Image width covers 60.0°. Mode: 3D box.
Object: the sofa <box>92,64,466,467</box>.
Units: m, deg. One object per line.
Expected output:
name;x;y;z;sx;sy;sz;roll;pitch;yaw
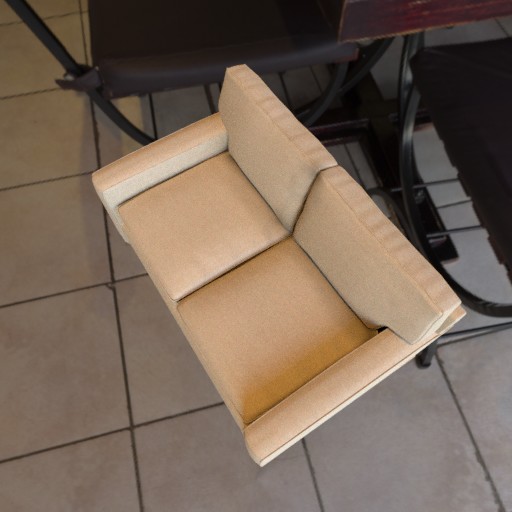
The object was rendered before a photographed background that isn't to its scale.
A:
sofa;0.000;0.000;2.037;0.942;0.853;1.484;-30;67;-14
